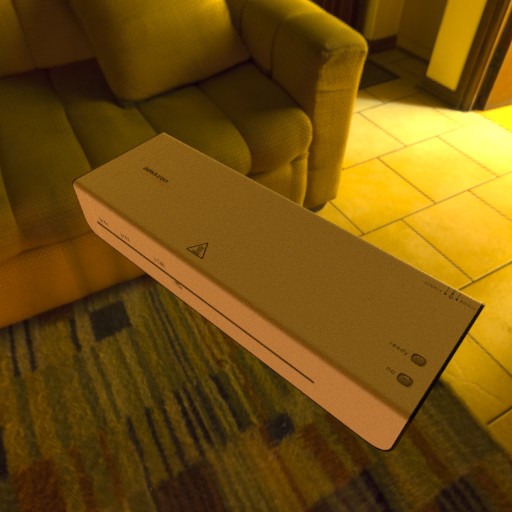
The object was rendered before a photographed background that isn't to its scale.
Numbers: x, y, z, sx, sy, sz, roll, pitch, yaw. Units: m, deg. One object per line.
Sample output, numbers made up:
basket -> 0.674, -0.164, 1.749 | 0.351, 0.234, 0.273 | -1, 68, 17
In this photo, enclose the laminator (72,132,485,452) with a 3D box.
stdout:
laminator -> 0.000, 0.000, 0.382 | 0.340, 0.062, 0.123 | 32, 55, 26
